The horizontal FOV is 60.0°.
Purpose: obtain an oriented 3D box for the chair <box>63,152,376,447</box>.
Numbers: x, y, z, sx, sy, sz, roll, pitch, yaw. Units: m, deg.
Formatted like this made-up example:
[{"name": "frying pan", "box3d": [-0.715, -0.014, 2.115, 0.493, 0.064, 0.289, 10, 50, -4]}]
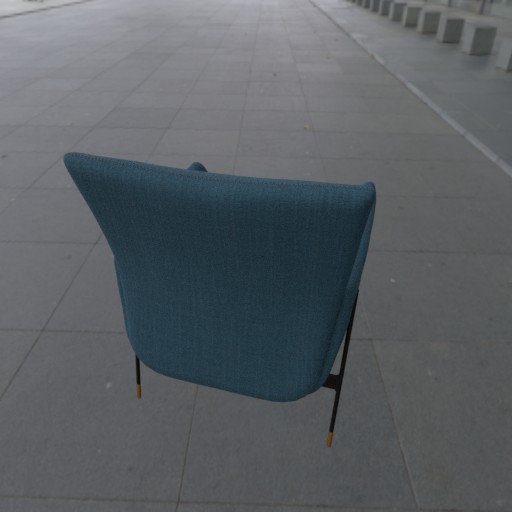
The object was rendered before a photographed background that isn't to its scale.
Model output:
[{"name": "chair", "box3d": [0.000, 0.000, 1.403, 0.678, 0.859, 0.769, 9, 34, 14]}]
